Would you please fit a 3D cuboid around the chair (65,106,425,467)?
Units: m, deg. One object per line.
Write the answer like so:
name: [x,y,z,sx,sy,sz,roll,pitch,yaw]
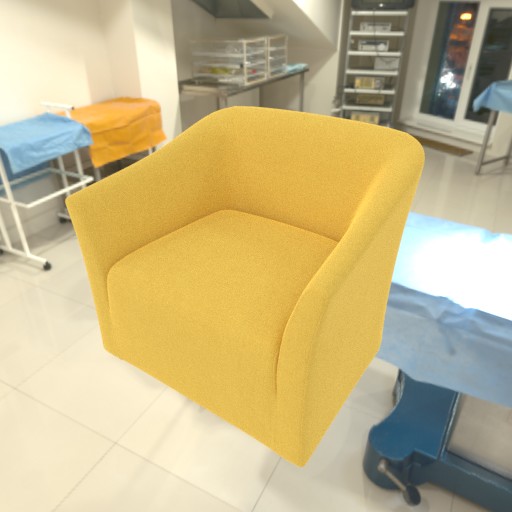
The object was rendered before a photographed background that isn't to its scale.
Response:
chair: [0.000,0.000,1.343,0.790,0.720,0.700,20,36,29]
